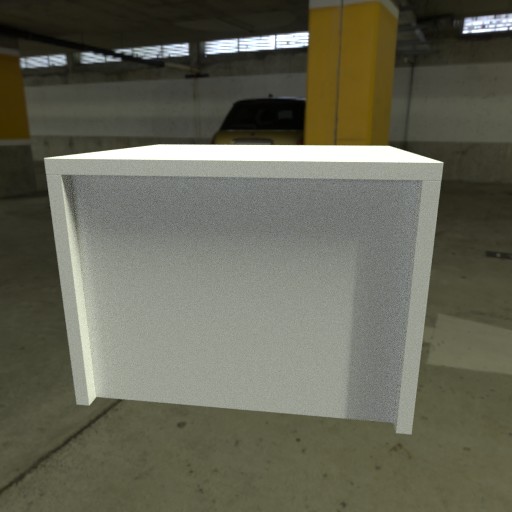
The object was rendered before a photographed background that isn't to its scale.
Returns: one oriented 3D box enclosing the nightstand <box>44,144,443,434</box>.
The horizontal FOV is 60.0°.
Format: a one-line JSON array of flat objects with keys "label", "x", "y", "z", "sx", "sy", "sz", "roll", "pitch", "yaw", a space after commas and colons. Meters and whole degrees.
[{"label": "nightstand", "x": 0.000, "y": 0.000, "z": 0.757, "sx": 0.470, "sy": 0.351, "sz": 0.408, "roll": 2, "pitch": 17, "yaw": 8}]
